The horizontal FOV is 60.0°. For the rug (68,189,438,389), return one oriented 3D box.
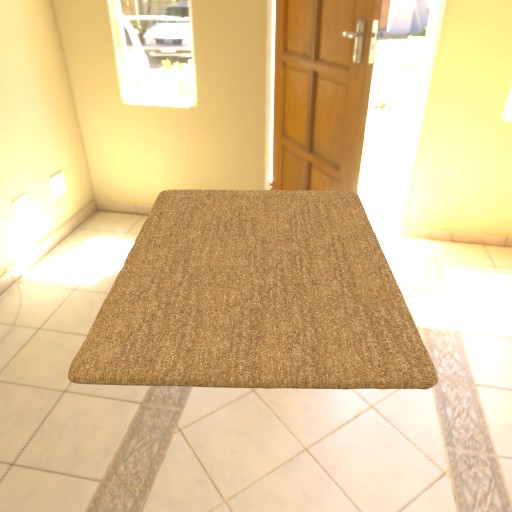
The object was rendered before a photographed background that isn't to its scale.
[{"bbox_3d":[0.000,0.000,3.803,2.242,0.050,2.873,1,32,1],"label":"rug"}]
